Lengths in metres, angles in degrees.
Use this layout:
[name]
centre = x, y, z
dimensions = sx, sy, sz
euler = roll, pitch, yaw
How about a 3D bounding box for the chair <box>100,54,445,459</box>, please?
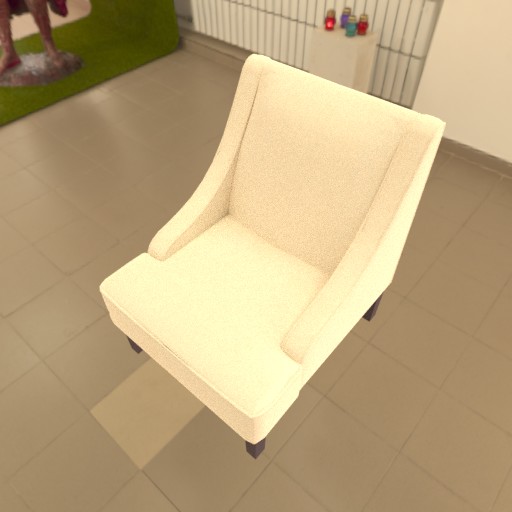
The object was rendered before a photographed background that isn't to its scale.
[chair]
centre = 0.000, 0.000, 1.437
dimensions = 0.689, 0.886, 0.806
euler = 32, 55, 26
